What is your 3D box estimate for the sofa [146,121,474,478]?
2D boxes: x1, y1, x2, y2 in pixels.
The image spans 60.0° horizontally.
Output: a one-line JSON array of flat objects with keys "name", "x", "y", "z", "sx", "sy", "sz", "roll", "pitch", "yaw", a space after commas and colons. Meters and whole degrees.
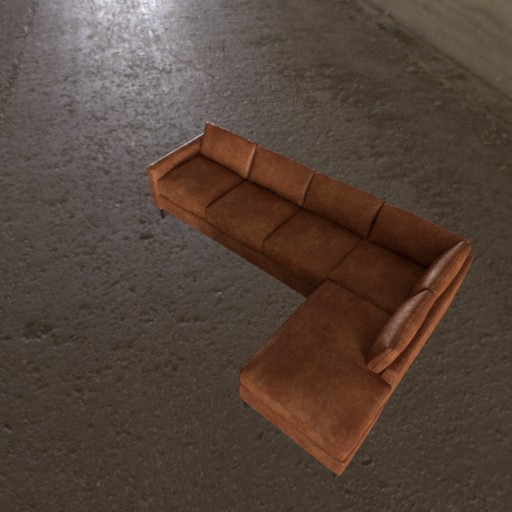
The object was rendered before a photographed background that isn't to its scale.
[{"name": "sofa", "x": 0.000, "y": 0.000, "z": 3.796, "sx": 2.984, "sy": 0.877, "sz": 1.938, "roll": 31, "pitch": 54, "yaw": 26}]
